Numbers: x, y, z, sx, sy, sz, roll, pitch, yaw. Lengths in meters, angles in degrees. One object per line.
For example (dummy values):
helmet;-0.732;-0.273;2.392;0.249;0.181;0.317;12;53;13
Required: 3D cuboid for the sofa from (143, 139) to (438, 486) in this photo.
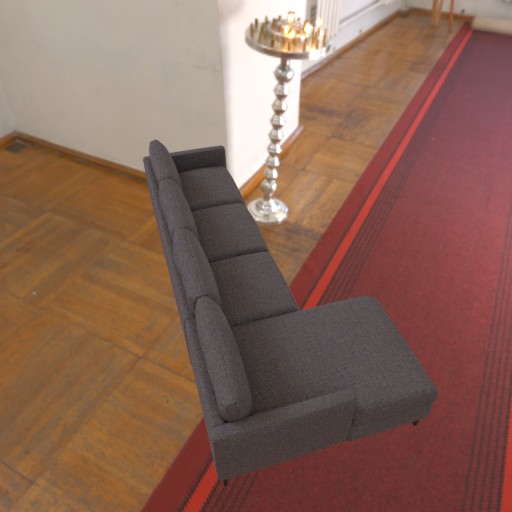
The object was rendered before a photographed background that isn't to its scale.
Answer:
sofa;0.000;0.000;3.209;1.258;0.754;2.731;-12;44;-13
